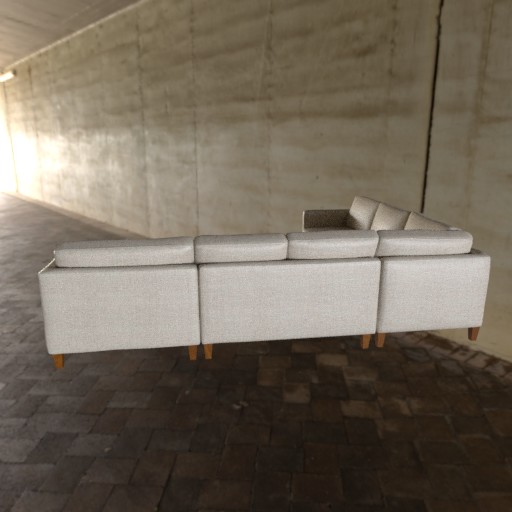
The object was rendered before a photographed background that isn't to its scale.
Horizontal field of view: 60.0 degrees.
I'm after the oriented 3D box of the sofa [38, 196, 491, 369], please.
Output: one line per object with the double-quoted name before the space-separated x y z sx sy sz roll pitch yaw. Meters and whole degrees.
"sofa" 0.000 0.000 4.565 3.460 0.961 2.594 -2 15 -8
